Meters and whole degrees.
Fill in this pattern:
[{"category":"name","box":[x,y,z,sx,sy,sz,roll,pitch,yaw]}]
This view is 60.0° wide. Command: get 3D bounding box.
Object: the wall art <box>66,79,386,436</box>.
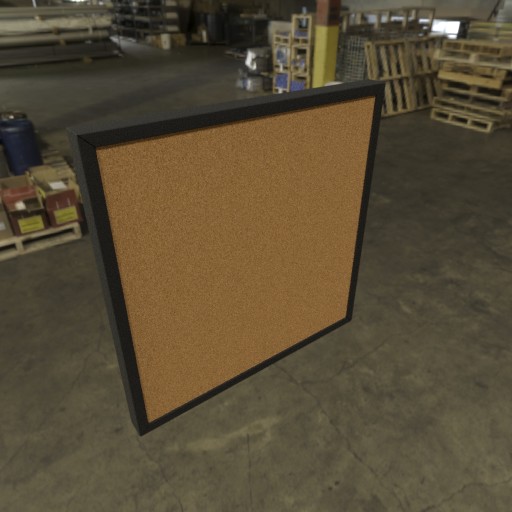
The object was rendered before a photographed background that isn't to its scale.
[{"category":"wall art","box":[0.000,0.000,0.749,0.508,0.508,0.037,-21,37,-30]}]
